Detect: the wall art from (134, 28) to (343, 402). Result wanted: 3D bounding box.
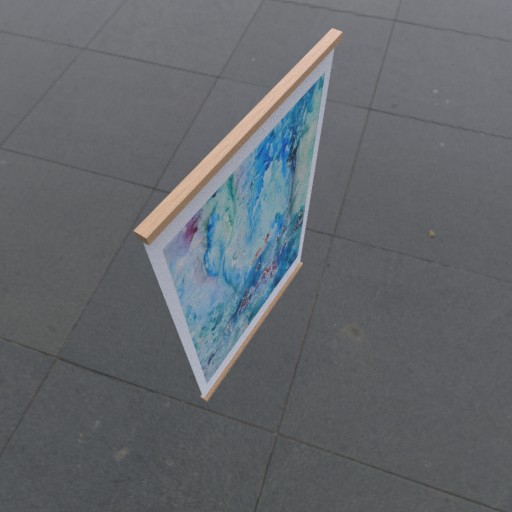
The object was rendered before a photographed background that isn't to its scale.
[{"bbox_3d":[0.000,0.000,0.767,0.016,0.611,0.401,29,62,17],"label":"wall art"}]
